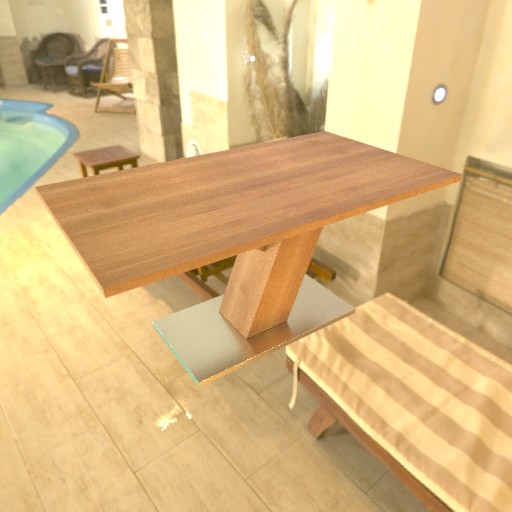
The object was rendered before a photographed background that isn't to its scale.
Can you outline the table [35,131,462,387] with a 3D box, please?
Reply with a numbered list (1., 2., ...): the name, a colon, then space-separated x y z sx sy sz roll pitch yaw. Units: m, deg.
1. table: 0.000 0.000 2.087 1.600 0.750 0.900 -19 35 -29
